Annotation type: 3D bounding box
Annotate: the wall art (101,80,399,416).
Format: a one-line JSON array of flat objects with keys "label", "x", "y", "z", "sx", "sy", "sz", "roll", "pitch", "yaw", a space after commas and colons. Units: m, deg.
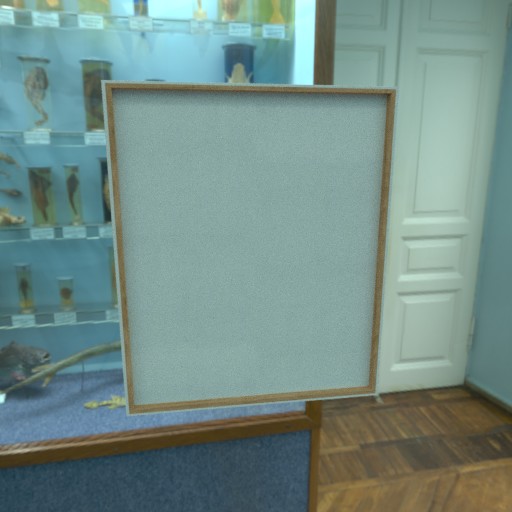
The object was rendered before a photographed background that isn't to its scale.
[{"label": "wall art", "x": 0.000, "y": 0.000, "z": 0.834, "sx": 0.508, "sy": 0.606, "sz": 0.037, "roll": -2, "pitch": 13, "yaw": -9}]
